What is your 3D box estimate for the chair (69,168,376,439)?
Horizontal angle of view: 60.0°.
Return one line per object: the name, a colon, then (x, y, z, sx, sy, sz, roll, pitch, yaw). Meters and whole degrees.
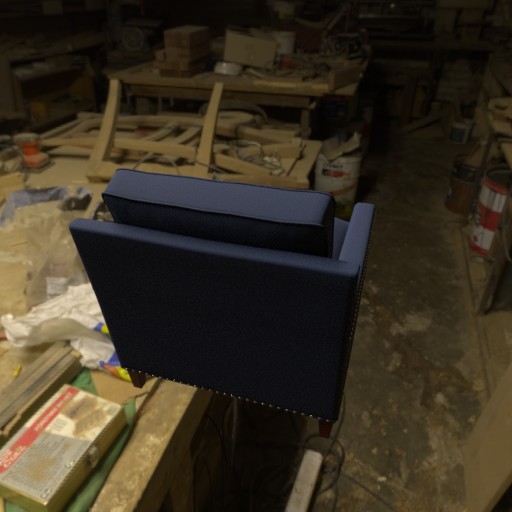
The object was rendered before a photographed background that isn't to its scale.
chair: (0.000, 0.000, 1.768, 0.853, 0.943, 1.014, 10, 34, 15)
